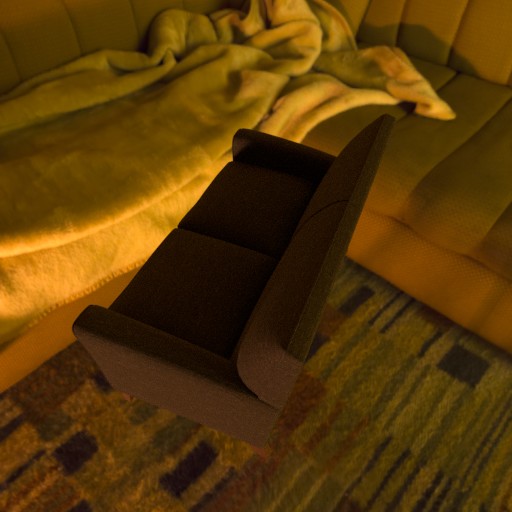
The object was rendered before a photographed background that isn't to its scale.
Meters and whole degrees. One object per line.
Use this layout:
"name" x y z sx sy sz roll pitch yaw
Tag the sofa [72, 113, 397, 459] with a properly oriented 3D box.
"sofa" 0.000 0.000 2.074 0.867 0.905 1.509 16 48 15
